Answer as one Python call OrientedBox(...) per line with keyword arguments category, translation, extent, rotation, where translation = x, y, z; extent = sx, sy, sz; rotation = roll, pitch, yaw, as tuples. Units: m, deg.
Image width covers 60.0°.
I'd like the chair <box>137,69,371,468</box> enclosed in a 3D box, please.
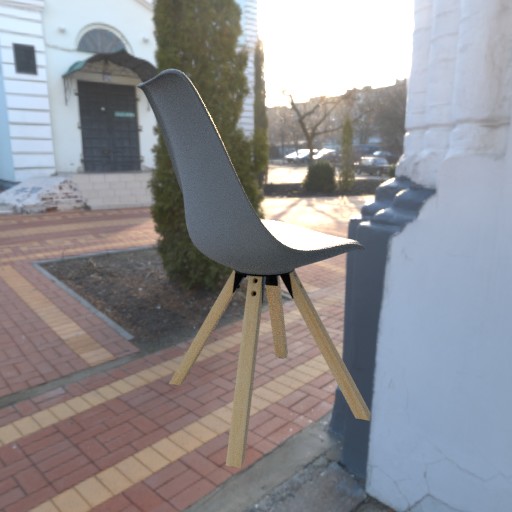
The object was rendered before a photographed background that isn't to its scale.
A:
OrientedBox(category="chair", translation=(0.000, 0.000, 1.172), extent=(0.549, 0.850, 0.485), rotation=(-7, 15, -28))
